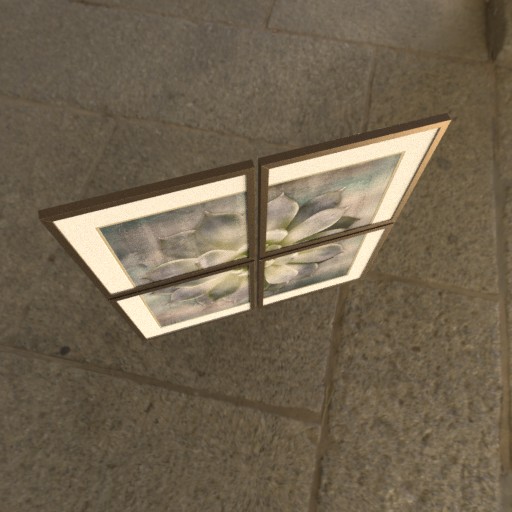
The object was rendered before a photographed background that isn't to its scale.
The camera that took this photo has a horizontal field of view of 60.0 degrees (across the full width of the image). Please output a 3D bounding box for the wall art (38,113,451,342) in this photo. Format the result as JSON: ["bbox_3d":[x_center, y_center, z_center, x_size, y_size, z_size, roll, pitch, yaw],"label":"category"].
[{"bbox_3d":[0.000,0.000,1.533,1.032,1.032,0.030,-15,65,-7],"label":"wall art"}]
